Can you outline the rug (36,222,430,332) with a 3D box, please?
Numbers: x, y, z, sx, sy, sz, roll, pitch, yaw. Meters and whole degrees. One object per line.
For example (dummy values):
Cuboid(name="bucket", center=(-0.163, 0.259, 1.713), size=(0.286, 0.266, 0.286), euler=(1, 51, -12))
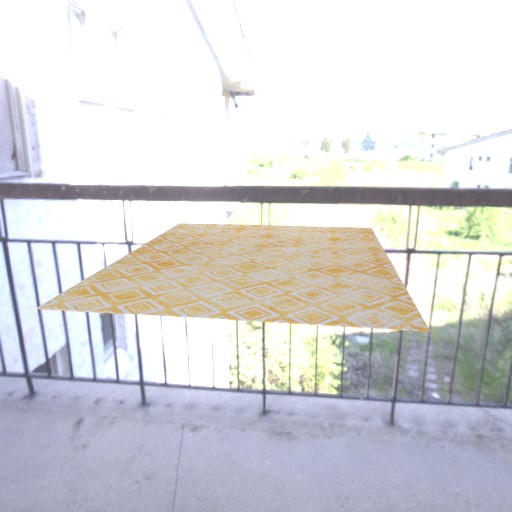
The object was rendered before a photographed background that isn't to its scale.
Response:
Cuboid(name="rug", center=(0.000, 0.000, 4.136), size=(2.433, 0.011, 3.037), euler=(2, 15, 8))
